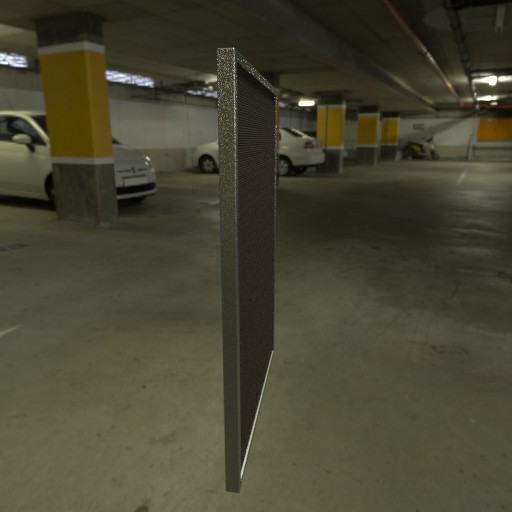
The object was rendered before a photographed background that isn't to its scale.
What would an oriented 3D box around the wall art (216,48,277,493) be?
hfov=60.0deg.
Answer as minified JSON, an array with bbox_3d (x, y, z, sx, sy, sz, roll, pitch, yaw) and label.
[{"bbox_3d":[0.000,0.000,1.398,0.037,1.062,0.801,2,15,8],"label":"wall art"}]
